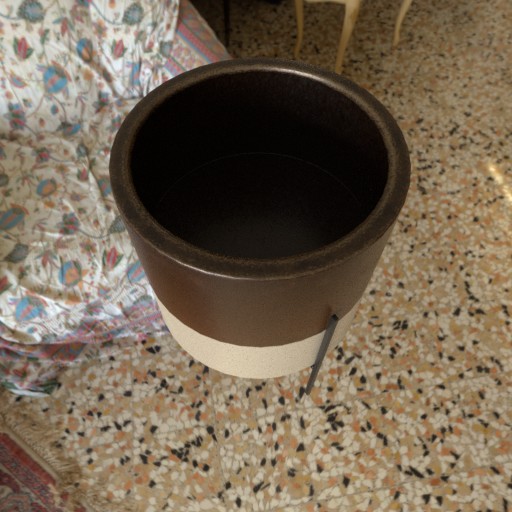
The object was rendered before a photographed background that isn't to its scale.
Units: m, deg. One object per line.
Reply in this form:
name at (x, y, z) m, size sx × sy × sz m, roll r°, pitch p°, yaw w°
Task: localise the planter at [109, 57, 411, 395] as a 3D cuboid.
planter at (0.000, 0.000, 0.701) m, size 0.354 × 0.465 × 0.345 m, roll -1°, pitch 58°, yaw 0°
